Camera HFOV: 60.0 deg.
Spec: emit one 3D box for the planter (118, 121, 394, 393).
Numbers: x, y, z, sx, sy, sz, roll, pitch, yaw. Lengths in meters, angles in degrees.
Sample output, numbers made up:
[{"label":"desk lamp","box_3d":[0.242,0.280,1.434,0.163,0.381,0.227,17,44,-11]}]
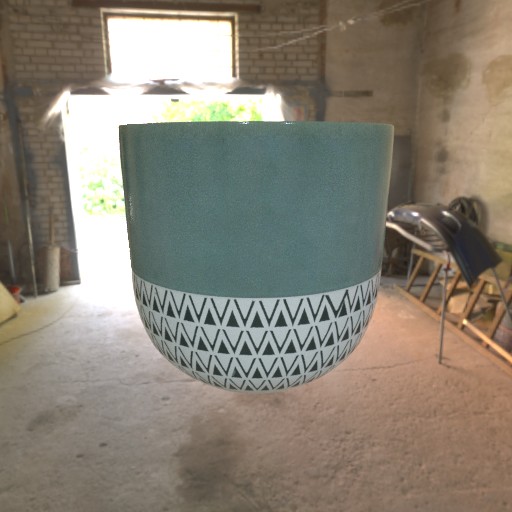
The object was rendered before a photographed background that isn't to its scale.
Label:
[{"label":"planter","box_3d":[0.000,0.000,0.479,0.266,0.270,0.266,0,15,0]}]
